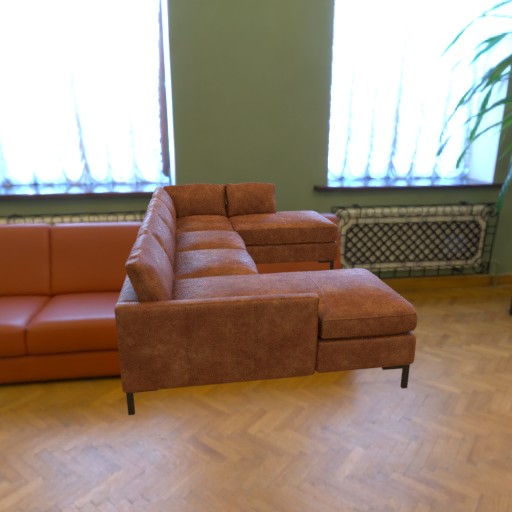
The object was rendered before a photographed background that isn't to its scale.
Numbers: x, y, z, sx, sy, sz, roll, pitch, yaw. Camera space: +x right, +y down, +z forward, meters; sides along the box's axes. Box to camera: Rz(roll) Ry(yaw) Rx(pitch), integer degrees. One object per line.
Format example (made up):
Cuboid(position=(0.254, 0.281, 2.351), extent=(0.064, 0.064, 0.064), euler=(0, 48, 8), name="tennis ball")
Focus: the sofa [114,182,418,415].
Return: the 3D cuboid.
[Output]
Cuboid(position=(0.000, 0.000, 3.830), extent=(1.939, 0.900, 2.956), euler=(-3, 17, -9), name="sofa")
